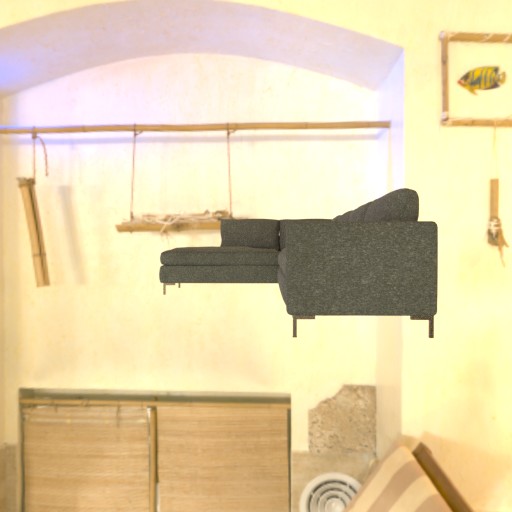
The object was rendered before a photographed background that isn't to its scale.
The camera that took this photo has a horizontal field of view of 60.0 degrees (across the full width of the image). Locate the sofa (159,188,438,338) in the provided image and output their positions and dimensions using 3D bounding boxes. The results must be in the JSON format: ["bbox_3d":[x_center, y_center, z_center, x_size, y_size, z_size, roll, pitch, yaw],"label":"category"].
[{"bbox_3d":[0.000,0.000,3.796,2.007,0.815,2.949,0,1,2],"label":"sofa"}]
